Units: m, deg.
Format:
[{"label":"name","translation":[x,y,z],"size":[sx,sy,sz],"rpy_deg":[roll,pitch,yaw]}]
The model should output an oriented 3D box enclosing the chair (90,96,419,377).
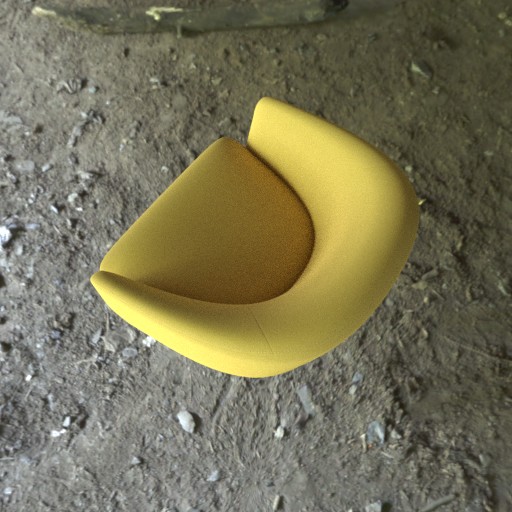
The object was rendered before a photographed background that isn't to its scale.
[{"label":"chair","translation":[0.000,0.000,1.374],"size":[0.767,0.698,0.773],"rpy_deg":[32,68,15]}]
